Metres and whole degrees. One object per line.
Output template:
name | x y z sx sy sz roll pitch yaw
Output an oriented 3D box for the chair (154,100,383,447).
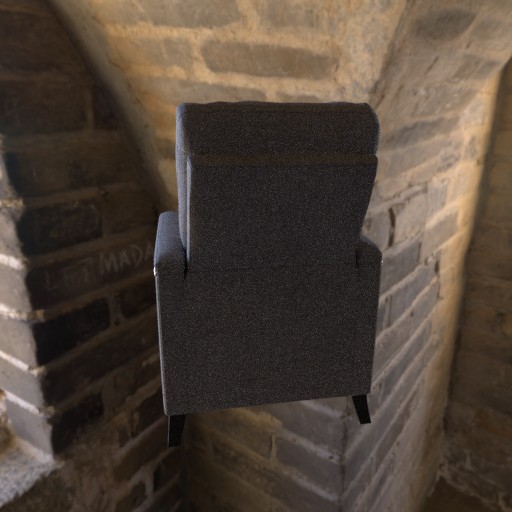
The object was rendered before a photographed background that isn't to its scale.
chair | 0.000 0.000 1.640 0.710 1.049 0.922 -3 16 -10
